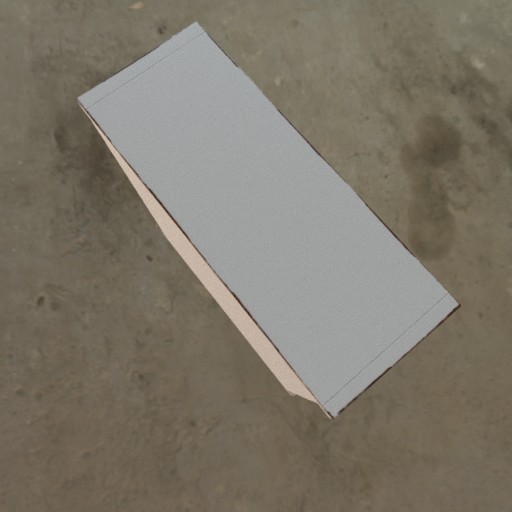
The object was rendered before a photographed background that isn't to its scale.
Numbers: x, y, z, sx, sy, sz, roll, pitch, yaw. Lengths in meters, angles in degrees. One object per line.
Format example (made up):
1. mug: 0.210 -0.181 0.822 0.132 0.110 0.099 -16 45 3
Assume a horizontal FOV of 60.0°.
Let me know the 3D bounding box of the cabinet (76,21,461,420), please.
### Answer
1. cabinet: 0.000 0.000 0.870 0.210 0.603 0.541 -38 78 -9
